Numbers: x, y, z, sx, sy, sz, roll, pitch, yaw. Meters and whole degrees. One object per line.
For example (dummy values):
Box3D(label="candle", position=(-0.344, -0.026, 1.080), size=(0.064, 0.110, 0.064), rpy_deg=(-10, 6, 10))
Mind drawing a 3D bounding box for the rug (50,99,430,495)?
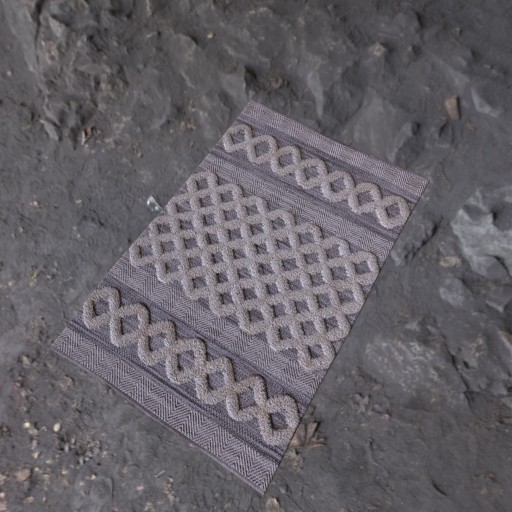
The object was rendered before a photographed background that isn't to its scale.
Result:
Box3D(label="rug", position=(0.000, 0.000, 2.919), size=(1.513, 0.033, 2.333), rpy_deg=(29, 68, 13))
